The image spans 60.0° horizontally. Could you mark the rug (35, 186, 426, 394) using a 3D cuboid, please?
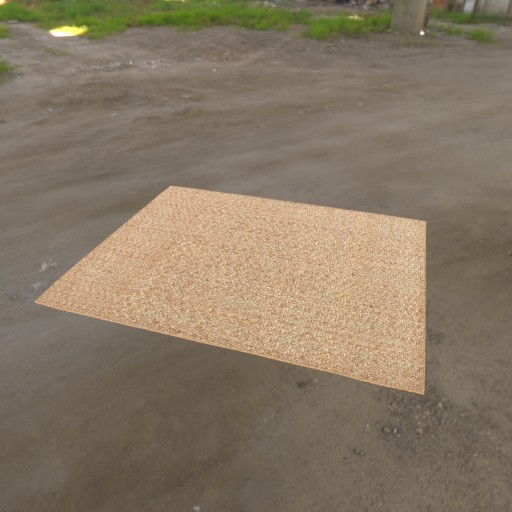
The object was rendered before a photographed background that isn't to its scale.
[{"bbox_3d":[0.000,0.000,4.173,3.048,0.013,2.439,10,34,15],"label":"rug"}]
